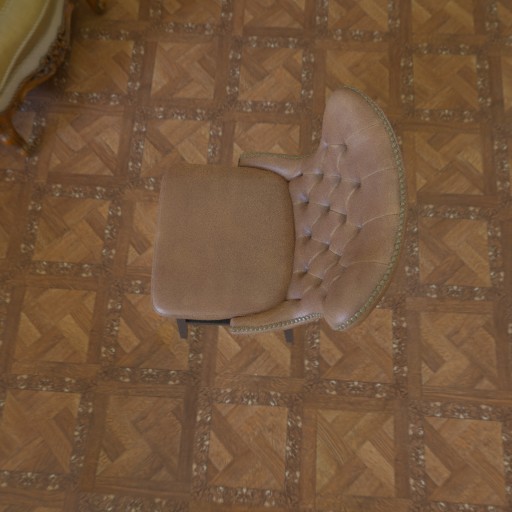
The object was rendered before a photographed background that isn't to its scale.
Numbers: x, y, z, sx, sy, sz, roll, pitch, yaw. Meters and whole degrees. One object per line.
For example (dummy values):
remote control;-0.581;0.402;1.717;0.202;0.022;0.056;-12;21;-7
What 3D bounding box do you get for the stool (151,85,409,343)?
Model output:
stool;0.000;0.000;1.360;0.601;1.050;0.528;2;75;1
